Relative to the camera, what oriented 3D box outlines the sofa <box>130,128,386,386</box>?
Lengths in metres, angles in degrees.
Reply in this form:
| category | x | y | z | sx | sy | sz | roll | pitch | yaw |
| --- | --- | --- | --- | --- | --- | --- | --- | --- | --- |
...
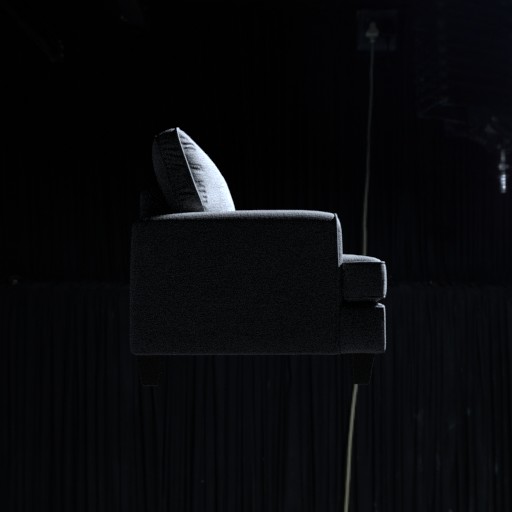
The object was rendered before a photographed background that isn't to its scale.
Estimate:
| category | x | y | z | sx | sy | sz | roll | pitch | yaw |
| --- | --- | --- | --- | --- | --- | --- | --- | --- | --- |
| sofa | 0.000 | 0.000 | 2.647 | 0.951 | 0.965 | 2.158 | 0 | 0 | -1 |
